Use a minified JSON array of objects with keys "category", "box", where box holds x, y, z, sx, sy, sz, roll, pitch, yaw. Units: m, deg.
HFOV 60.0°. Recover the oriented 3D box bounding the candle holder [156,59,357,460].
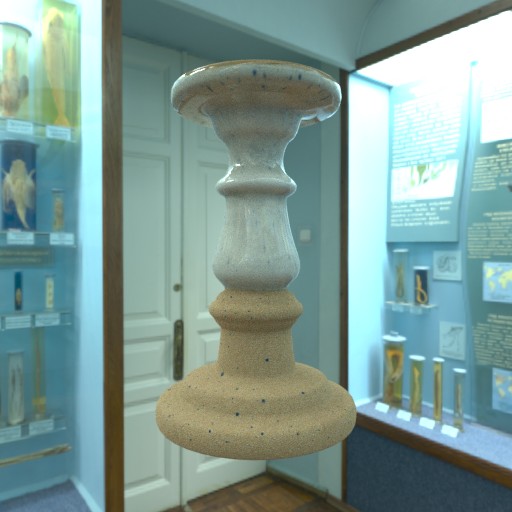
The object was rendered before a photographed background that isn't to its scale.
[{"category":"candle holder","box":[0.000,0.000,0.276,0.123,0.202,0.123,0,1,0]}]
